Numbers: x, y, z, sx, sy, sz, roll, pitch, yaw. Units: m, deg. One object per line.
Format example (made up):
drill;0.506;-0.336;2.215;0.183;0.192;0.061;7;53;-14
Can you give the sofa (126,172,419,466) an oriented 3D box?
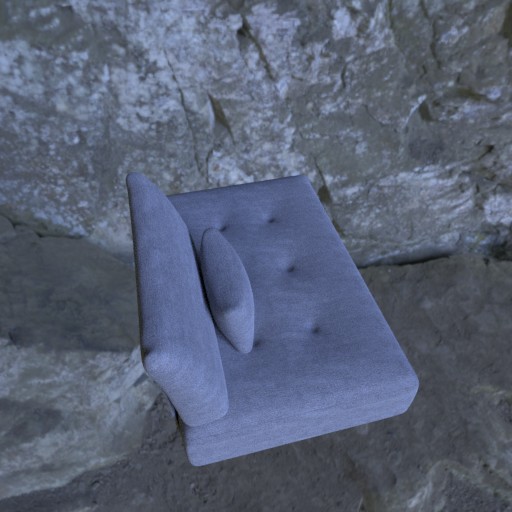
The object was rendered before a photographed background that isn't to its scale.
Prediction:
sofa;0.000;0.000;2.037;1.002;0.820;1.450;-10;47;-10
